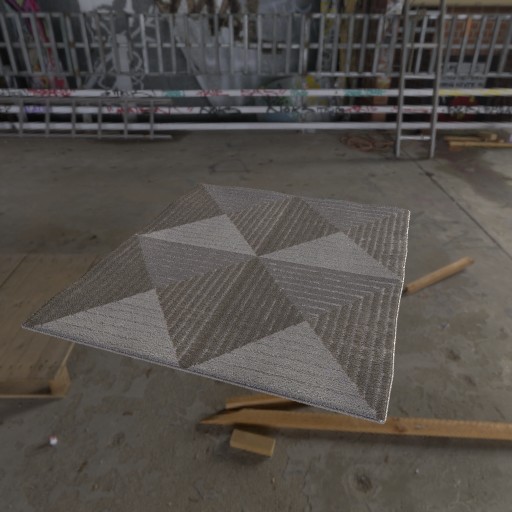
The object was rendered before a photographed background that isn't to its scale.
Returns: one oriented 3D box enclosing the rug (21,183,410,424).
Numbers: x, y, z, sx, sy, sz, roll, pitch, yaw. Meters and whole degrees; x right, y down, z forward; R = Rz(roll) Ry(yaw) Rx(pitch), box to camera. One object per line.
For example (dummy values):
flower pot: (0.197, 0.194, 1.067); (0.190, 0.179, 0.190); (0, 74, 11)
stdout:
rug: (0.000, 0.000, 0.859); (0.551, 0.008, 0.642); (10, 32, 16)
